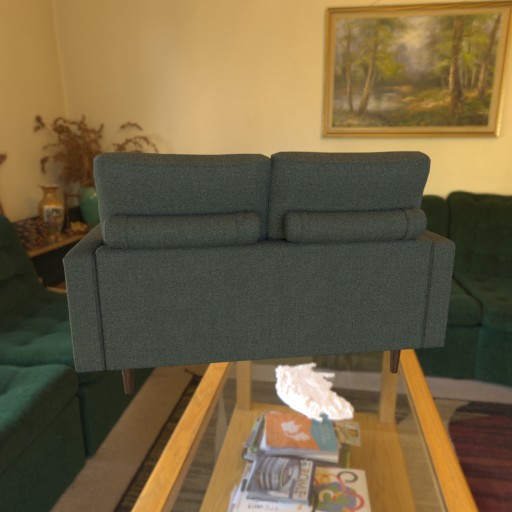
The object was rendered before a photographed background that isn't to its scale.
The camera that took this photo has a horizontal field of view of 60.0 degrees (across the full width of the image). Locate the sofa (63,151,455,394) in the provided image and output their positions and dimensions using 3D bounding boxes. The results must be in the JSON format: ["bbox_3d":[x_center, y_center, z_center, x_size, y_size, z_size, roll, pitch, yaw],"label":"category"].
[{"bbox_3d":[0.000,0.000,1.950,1.407,0.907,0.842,-2,15,-8],"label":"sofa"}]
